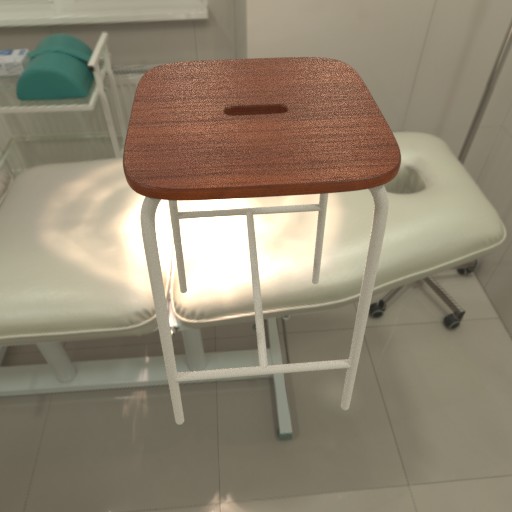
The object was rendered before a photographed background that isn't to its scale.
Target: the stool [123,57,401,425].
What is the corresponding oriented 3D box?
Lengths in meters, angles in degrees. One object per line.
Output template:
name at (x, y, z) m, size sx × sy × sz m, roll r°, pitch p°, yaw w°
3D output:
stool at (0.000, 0.000, 0.858) m, size 0.376 × 0.610 × 0.376 m, roll -4°, pitch 46°, yaw -4°
